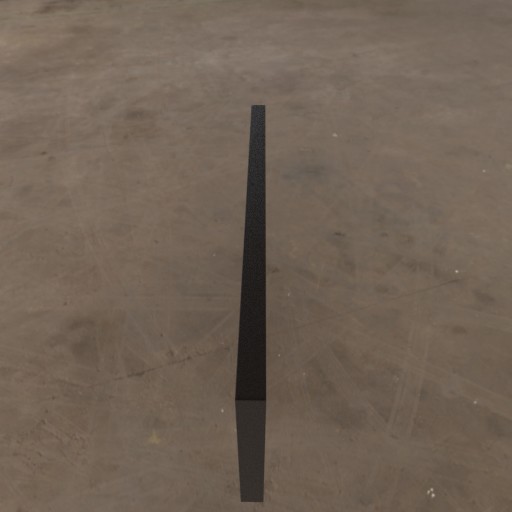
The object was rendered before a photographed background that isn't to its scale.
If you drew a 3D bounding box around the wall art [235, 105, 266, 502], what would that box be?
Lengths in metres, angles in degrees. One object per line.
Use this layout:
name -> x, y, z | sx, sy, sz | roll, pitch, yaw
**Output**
wall art -> 0.000, 0.000, 0.939 | 0.037, 0.303, 0.860 | 1, 41, 1
